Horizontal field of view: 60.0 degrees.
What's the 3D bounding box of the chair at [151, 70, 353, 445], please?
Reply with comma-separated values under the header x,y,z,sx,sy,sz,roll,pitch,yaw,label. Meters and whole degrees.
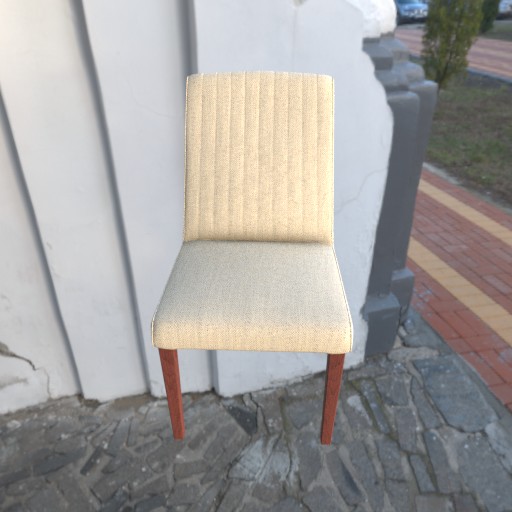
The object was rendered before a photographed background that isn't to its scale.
x,y,z,sx,sy,sz,roll,pitch,yaw,label
0.000,0.000,1.258,0.480,0.900,0.594,1,31,2,chair
